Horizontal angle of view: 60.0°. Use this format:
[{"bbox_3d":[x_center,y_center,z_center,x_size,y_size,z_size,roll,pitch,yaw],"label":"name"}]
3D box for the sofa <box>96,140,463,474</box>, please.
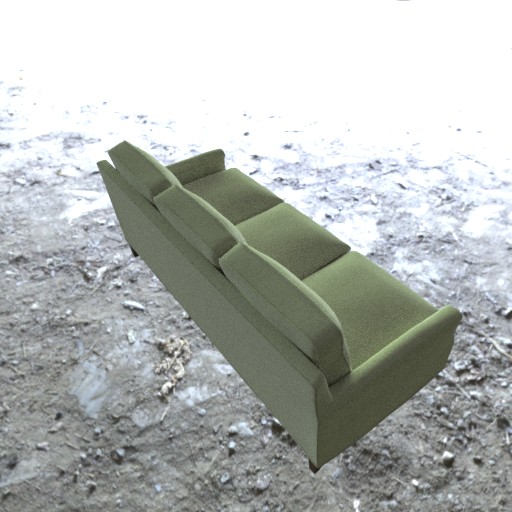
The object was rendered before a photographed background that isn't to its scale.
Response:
[{"bbox_3d":[0.000,0.000,2.759,1.084,1.003,2.246,-26,47,-27],"label":"sofa"}]
